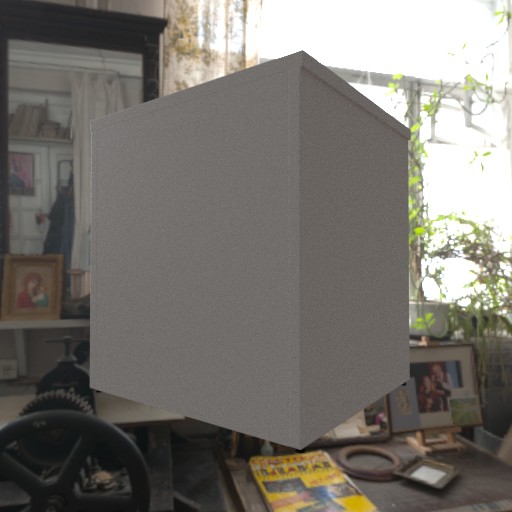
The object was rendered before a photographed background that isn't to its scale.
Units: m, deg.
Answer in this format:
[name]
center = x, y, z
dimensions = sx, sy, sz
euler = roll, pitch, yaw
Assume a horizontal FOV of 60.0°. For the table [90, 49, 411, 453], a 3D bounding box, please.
[table]
center = 0.000, 0.000, 0.777
dimensions = 0.420, 0.460, 0.380
euler = -1, -1, 37
